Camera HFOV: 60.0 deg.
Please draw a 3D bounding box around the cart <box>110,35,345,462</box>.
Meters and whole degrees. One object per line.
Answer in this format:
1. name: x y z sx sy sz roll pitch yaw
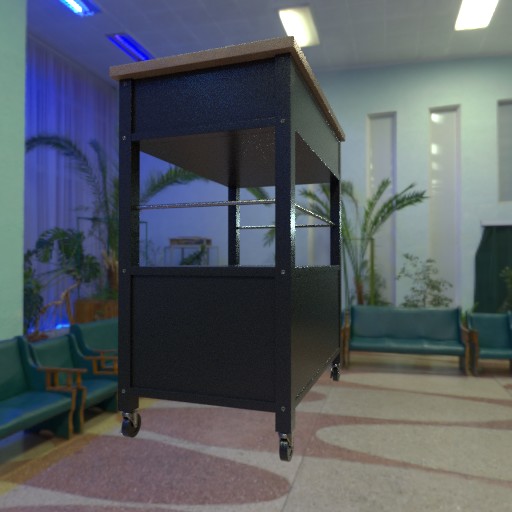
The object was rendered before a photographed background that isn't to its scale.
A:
1. cart: 0.000 0.000 1.382 0.459 0.901 0.840 0 -1 19
